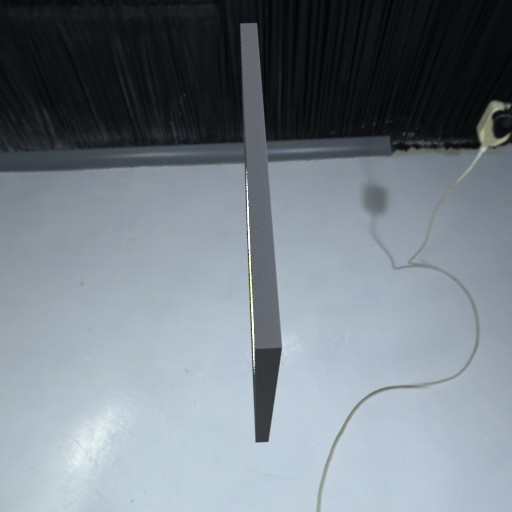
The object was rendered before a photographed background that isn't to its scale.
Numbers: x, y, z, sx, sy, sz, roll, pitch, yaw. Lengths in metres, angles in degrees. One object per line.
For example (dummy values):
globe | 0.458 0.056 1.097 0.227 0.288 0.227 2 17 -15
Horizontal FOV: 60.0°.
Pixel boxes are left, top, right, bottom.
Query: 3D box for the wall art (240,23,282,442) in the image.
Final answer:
wall art | 0.000 0.000 1.121 0.037 0.760 0.762 -2 58 -1
